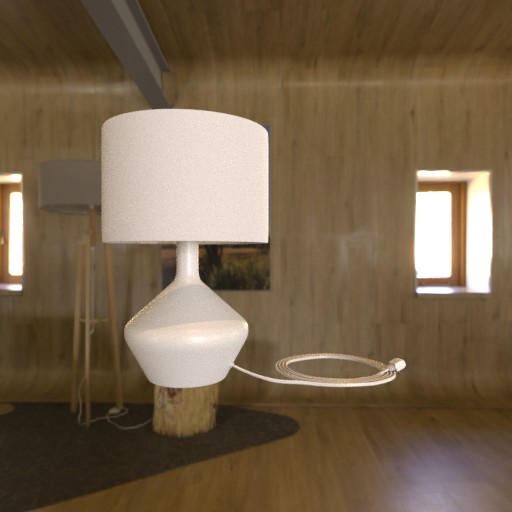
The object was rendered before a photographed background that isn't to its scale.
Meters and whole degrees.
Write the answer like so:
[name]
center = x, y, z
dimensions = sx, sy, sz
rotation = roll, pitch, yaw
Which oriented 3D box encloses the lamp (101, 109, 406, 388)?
[lamp]
center = 0.000, 0.000, 0.845
dimensions = 0.546, 0.457, 0.401
rotation = 0, 1, 18
